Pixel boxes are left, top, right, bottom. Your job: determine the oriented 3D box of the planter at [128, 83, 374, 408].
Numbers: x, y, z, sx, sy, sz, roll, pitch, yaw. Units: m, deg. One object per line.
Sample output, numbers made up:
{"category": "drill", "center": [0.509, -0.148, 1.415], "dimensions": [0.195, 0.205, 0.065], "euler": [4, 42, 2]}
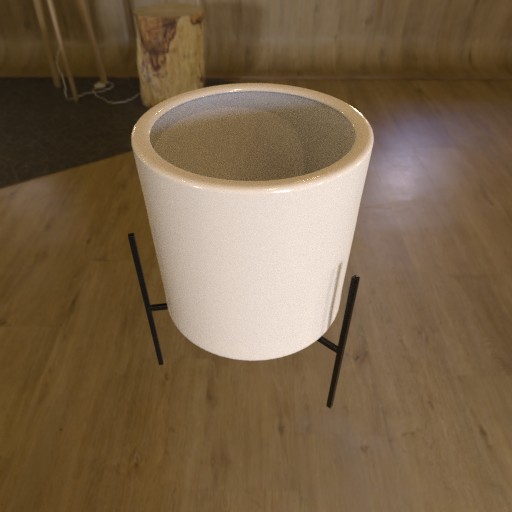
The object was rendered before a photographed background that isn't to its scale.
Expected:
{"category": "planter", "center": [0.000, 0.000, 0.670], "dimensions": [0.307, 0.431, 0.308], "euler": [11, 42, 12]}
